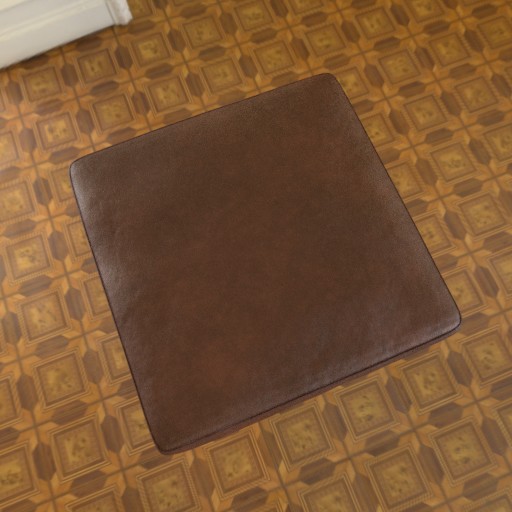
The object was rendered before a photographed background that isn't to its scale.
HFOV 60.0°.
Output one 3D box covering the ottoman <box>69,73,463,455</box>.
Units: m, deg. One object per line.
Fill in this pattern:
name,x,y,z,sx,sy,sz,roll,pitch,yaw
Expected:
ottoman,0.000,0.000,1.309,0.836,0.415,0.844,-21,76,-6
